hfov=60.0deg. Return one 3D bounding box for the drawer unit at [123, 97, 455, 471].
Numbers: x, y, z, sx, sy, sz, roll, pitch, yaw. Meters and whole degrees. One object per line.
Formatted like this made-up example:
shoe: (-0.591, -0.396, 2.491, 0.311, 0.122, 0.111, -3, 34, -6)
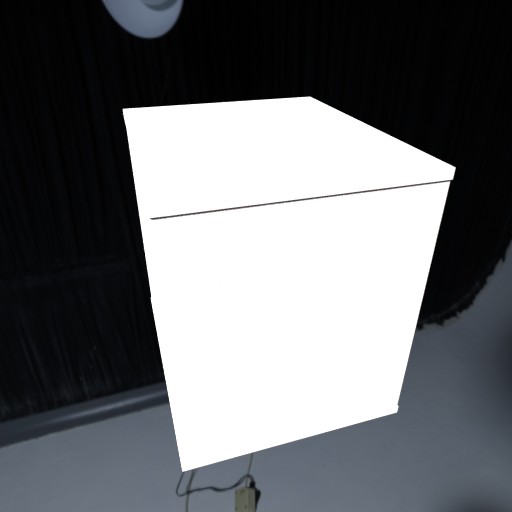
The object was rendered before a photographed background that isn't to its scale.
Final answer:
drawer unit: (0.000, 0.000, 0.616, 0.290, 0.344, 0.349, -9, 32, -15)
